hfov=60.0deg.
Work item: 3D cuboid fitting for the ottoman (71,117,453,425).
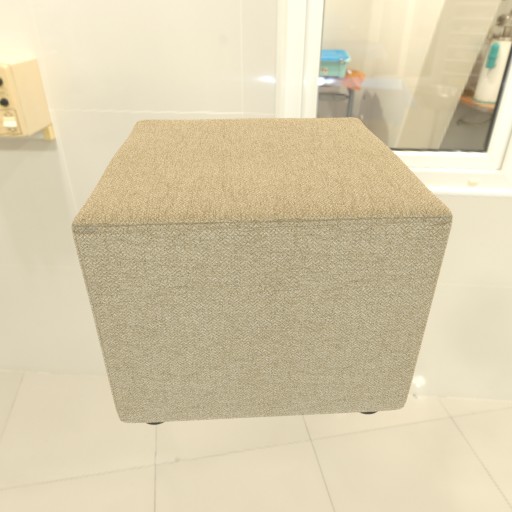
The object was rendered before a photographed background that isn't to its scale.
[{"bbox_3d":[0.000,0.000,0.867,0.508,0.432,0.508,-2,31,-3],"label":"ottoman"}]
